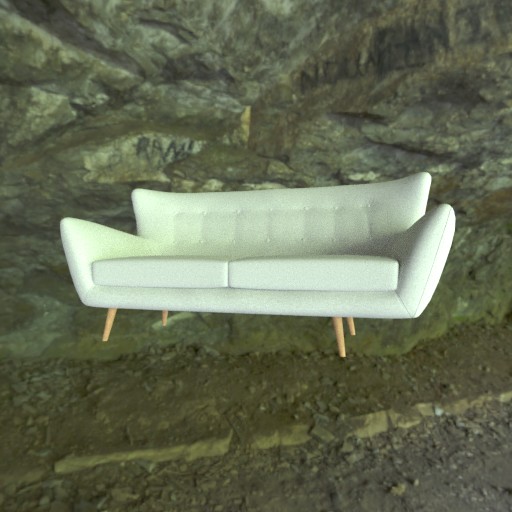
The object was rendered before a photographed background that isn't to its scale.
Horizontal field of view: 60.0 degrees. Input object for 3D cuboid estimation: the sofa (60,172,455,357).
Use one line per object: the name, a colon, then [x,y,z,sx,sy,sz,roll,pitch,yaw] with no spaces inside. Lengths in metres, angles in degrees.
sofa: [0.000,0.000,2.430,1.930,0.890,0.899,0,-1,18]
